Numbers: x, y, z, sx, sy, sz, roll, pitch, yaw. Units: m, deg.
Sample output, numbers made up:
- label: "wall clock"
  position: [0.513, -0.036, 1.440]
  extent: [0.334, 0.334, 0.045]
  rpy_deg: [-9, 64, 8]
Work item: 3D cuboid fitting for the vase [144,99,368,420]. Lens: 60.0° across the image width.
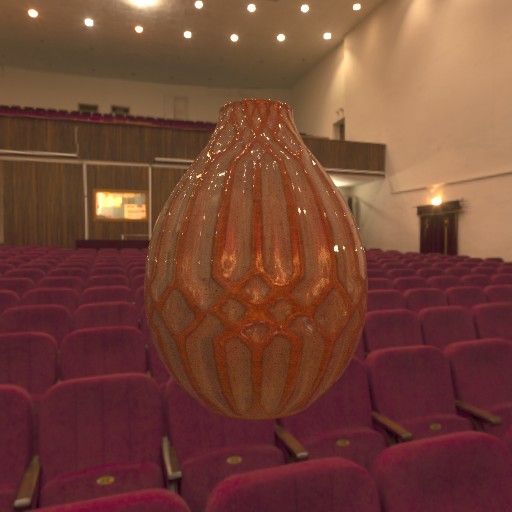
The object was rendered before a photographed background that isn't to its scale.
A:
- label: "vase"
  position: [0.000, 0.000, 0.267]
  extent: [0.131, 0.175, 0.131]
  rpy_deg: [0, 1, 0]
